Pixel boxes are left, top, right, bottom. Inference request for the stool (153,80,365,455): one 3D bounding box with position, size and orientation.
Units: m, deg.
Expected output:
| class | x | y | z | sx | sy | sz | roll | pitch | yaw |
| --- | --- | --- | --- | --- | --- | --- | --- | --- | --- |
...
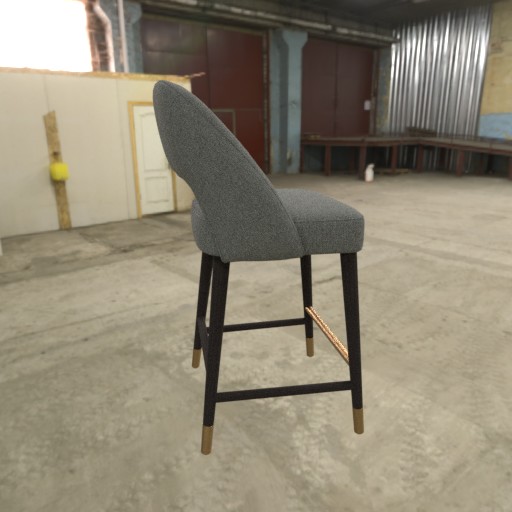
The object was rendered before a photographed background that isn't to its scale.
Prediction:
| class | x | y | z | sx | sy | sz | roll | pitch | yaw |
| --- | --- | --- | --- | --- | --- | --- | --- | --- | --- |
| stool | 0.000 | 0.000 | 1.268 | 0.524 | 0.925 | 0.536 | -3 | 16 | -11 |
